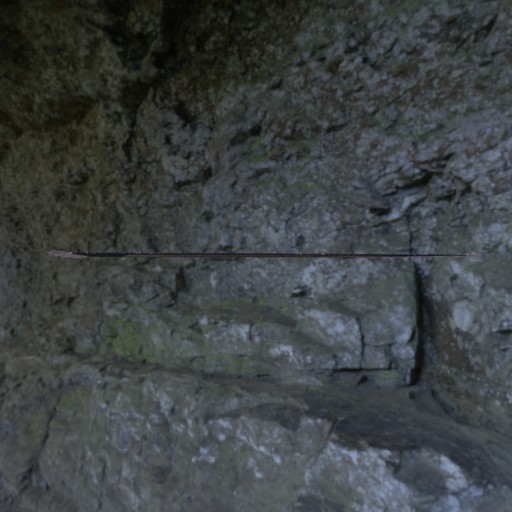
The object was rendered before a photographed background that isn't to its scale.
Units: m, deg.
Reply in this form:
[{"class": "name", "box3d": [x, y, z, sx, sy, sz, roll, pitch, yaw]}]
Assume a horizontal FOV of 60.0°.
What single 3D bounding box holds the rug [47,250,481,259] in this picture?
[{"class": "rug", "box3d": [0.000, 0.000, 2.520, 2.021, 0.027, 1.224, 0, -1, -17]}]
